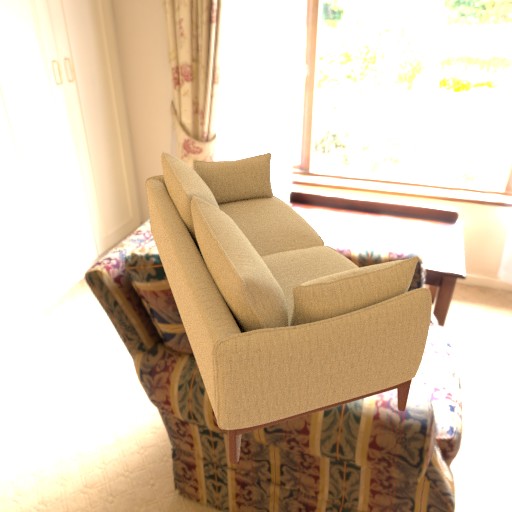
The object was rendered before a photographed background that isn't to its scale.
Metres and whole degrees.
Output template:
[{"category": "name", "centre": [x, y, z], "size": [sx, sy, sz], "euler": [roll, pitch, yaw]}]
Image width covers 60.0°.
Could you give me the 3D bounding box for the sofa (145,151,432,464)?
[{"category": "sofa", "centre": [0.000, 0.000, 2.578], "size": [0.991, 0.860, 1.989], "euler": [-10, 30, -17]}]
